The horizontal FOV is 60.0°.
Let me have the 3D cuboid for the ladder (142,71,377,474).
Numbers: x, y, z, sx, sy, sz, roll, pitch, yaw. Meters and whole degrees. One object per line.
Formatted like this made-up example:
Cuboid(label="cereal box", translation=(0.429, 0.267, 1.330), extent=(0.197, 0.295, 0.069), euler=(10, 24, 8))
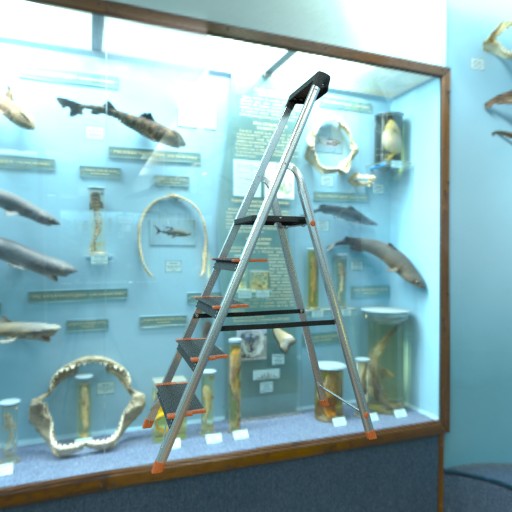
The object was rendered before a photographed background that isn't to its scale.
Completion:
Cuboid(label="ladder", translation=(0.000, 0.000, 2.055), extent=(0.995, 1.646, 0.480), euler=(0, 1, -19))
